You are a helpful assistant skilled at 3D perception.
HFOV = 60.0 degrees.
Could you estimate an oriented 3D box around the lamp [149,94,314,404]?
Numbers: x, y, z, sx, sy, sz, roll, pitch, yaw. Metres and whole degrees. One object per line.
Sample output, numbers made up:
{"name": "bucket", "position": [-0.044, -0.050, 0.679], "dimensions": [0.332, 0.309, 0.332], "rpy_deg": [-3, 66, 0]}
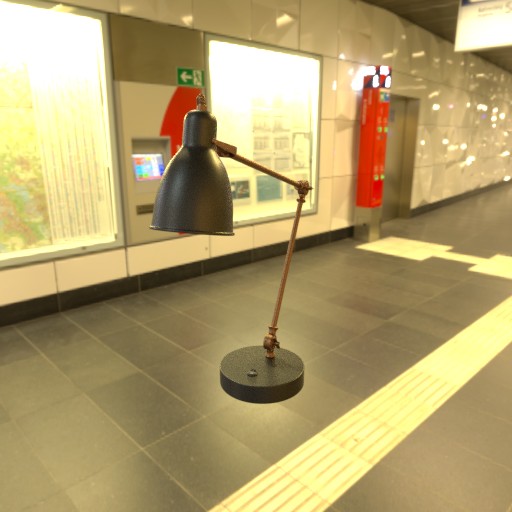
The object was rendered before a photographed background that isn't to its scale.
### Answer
{"name": "lamp", "position": [0.000, 0.000, 0.889], "dimensions": [0.187, 0.587, 0.561], "rpy_deg": [7, 16, 26]}
